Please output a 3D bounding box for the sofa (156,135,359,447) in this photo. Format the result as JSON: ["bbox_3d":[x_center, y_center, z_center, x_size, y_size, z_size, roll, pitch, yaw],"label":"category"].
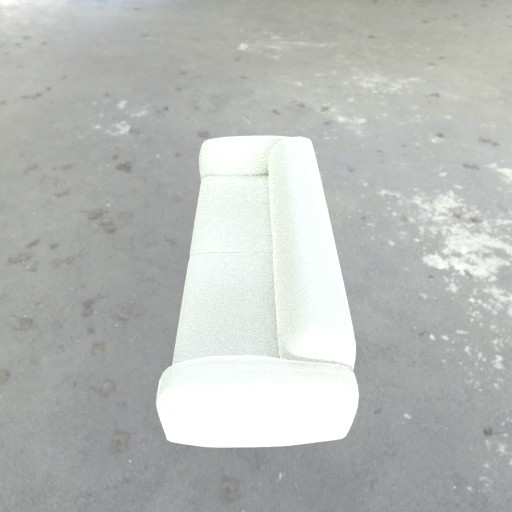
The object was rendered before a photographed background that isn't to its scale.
[{"bbox_3d":[0.000,0.000,2.749,0.870,0.780,2.280,0,41,0],"label":"sofa"}]
